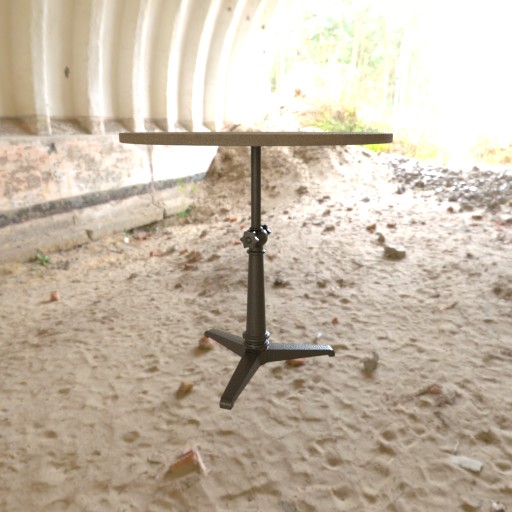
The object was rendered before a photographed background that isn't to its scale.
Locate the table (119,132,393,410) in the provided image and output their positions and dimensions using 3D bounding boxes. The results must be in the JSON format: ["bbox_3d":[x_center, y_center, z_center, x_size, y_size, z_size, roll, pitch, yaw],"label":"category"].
[{"bbox_3d":[0.000,0.000,1.455,0.800,0.780,0.800,0,16,0],"label":"table"}]
